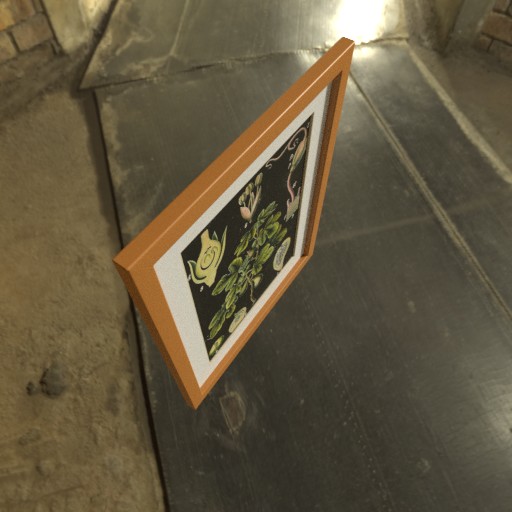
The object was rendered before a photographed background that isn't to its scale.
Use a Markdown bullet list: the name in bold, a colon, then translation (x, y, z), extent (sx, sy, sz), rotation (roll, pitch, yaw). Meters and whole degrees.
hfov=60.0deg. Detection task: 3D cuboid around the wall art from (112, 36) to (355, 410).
- **wall art**: translation (0.000, 0.000, 0.516), extent (0.015, 0.379, 0.310), rotation (31, 63, 18)
